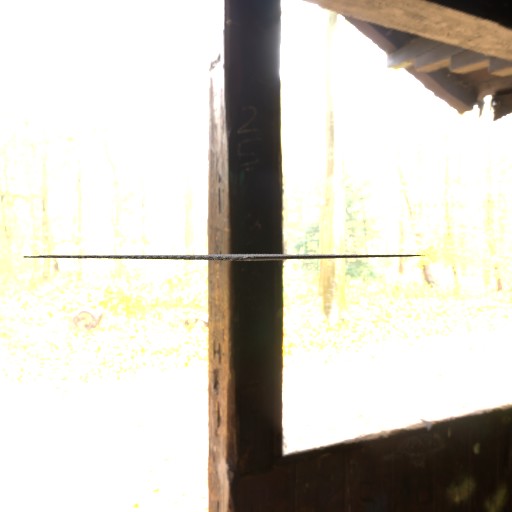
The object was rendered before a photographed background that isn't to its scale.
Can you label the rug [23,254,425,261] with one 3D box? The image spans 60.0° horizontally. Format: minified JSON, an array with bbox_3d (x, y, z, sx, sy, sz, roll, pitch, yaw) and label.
[{"bbox_3d":[0.000,0.000,2.349,1.243,0.013,1.872,0,0,36],"label":"rug"}]
